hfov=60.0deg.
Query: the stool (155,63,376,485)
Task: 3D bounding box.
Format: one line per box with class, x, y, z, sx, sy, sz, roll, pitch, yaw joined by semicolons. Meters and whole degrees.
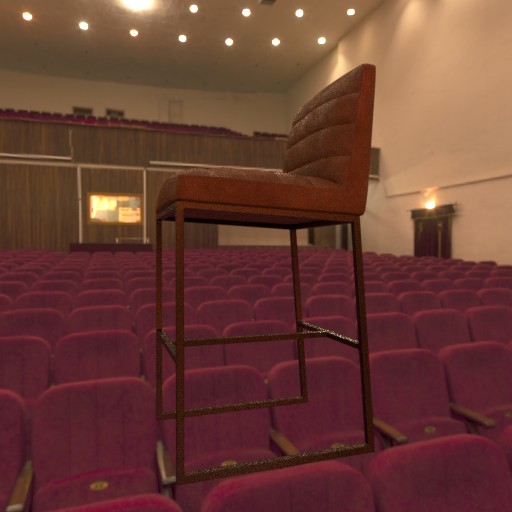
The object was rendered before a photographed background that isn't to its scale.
stool;0.000;0.000;1.323;0.562;1.065;0.463;0;1;-19
